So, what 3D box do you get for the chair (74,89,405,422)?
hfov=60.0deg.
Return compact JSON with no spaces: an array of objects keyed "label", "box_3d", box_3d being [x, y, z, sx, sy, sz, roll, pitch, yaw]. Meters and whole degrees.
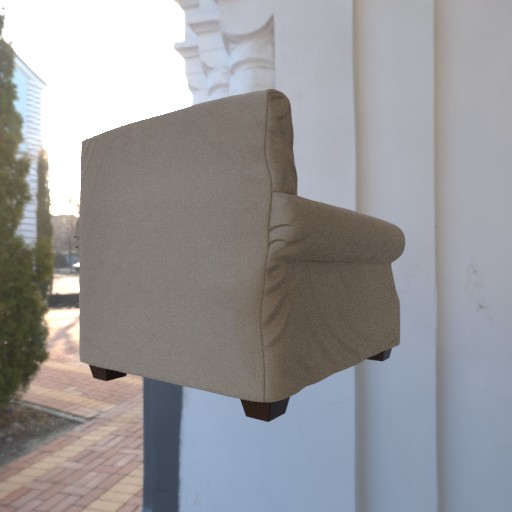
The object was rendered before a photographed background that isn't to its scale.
[{"label":"chair","box_3d":[0.000,0.000,1.731,0.940,0.866,1.066,-1,-1,35]}]
